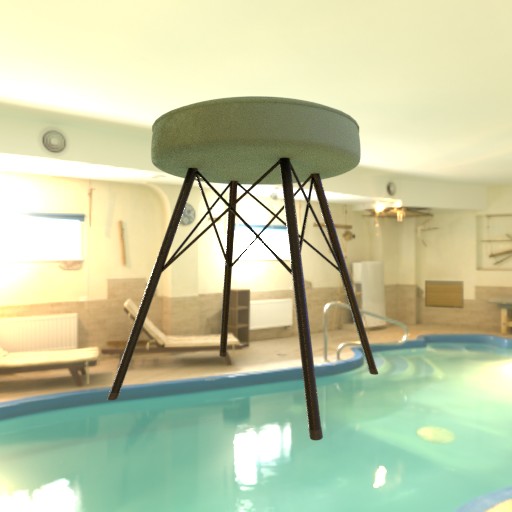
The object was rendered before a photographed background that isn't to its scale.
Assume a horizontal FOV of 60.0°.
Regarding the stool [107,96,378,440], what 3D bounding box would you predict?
[{"bbox_3d":[0.000,0.000,0.887,0.457,0.519,0.458,0,0,35],"label":"stool"}]
